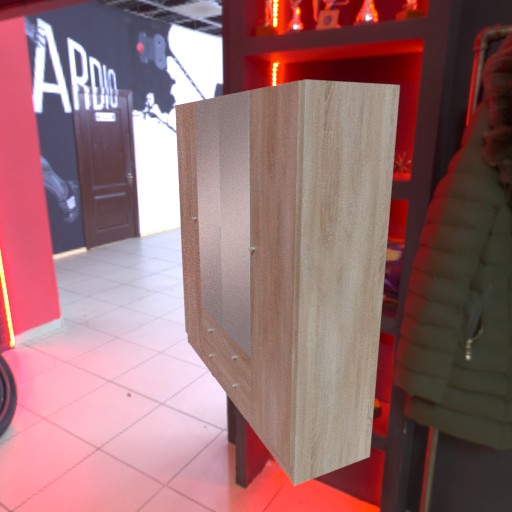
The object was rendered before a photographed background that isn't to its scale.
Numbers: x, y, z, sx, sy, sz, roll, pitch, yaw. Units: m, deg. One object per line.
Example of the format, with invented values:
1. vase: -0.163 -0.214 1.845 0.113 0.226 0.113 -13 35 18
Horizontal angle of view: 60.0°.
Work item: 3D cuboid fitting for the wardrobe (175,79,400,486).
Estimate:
1. wardrobe: 0.000 0.000 3.196 0.598 2.159 1.998 -7 17 -25
